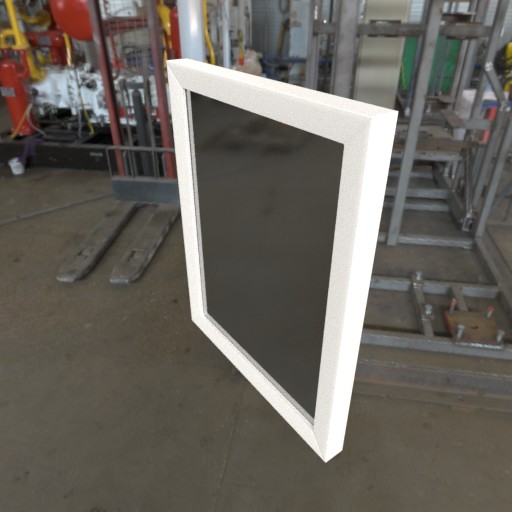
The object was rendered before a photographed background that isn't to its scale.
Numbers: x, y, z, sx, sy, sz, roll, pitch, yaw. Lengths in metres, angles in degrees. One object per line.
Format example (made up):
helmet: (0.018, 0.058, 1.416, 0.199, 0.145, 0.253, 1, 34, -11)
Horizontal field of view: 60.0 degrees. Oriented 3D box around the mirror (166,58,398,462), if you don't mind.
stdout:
mirror: (0.000, 0.000, 0.675, 0.041, 0.508, 0.405, -21, 38, -30)
